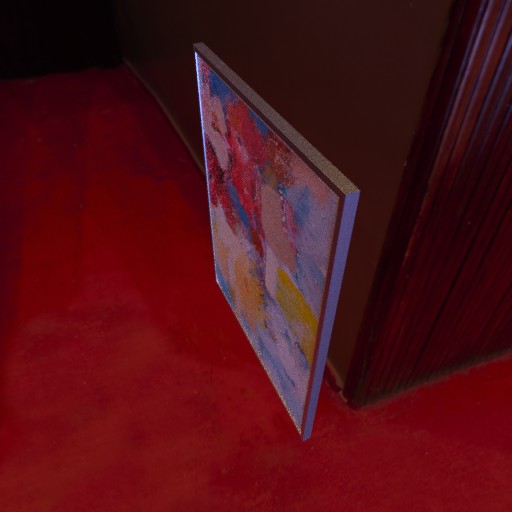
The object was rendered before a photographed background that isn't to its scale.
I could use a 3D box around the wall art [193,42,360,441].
[{"bbox_3d":[0.000,0.000,1.421,0.030,1.046,0.816,-18,47,-18],"label":"wall art"}]
